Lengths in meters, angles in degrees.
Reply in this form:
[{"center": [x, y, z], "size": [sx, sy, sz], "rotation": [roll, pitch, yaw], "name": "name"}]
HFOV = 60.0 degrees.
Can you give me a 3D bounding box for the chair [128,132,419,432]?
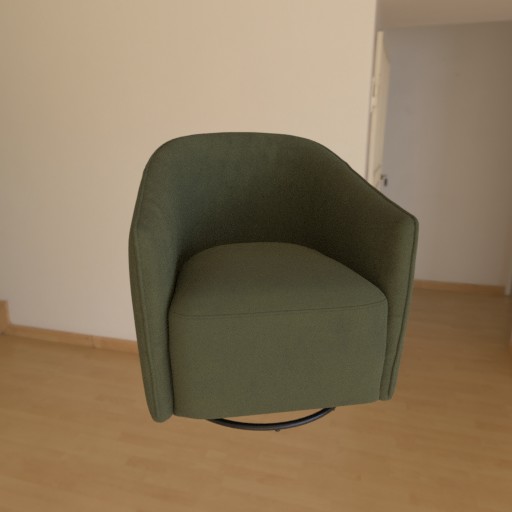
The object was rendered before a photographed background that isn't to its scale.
[{"center": [0.000, 0.000, 1.473], "size": [0.747, 0.799, 0.875], "rotation": [-2, 15, -9], "name": "chair"}]
